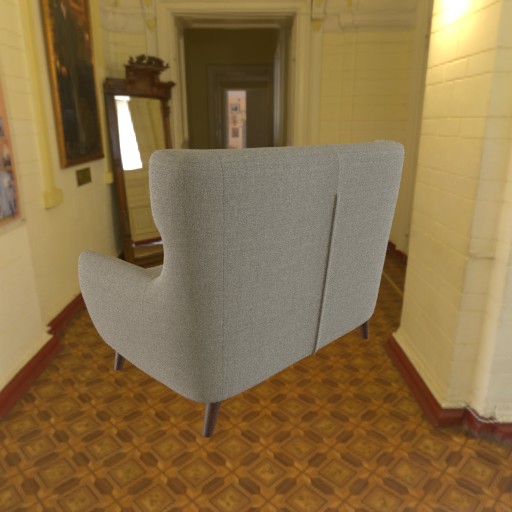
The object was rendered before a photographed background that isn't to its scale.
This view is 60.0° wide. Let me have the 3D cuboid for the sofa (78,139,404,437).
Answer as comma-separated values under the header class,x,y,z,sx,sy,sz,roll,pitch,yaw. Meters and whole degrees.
class,x,y,z,sx,sy,sz,roll,pitch,yaw
sofa,0.000,0.000,2.052,0.884,1.028,1.386,16,23,42
